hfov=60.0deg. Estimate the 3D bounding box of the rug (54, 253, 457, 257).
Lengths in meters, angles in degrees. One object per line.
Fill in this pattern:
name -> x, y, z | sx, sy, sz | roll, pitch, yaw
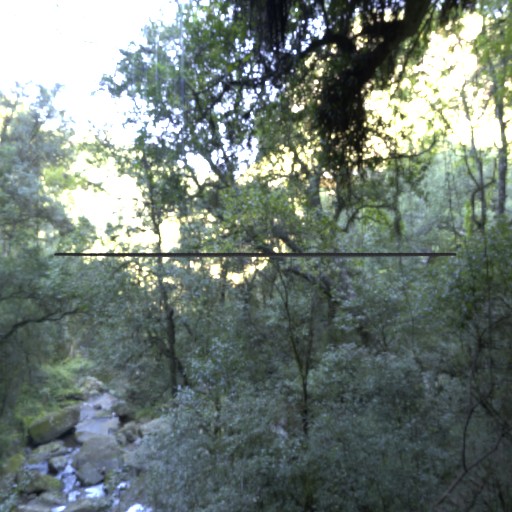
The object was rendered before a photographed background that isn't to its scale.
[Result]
rug -> 0.000, 0.000, 2.880 | 1.600, 0.013, 2.260 | 0, 0, 0
